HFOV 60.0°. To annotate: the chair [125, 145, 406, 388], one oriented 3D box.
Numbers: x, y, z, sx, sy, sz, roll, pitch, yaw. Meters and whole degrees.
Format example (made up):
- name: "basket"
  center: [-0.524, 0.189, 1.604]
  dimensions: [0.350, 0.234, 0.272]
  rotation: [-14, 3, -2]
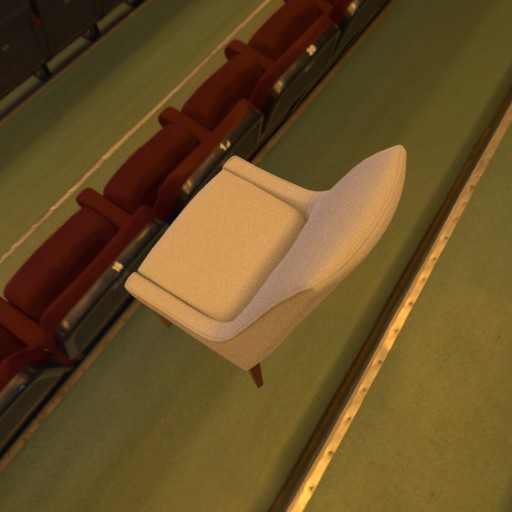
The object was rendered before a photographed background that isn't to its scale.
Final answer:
- name: "chair"
  center: [0.000, 0.000, 1.210]
  dimensions: [0.544, 0.861, 0.529]
  rotation: [30, 68, 14]
